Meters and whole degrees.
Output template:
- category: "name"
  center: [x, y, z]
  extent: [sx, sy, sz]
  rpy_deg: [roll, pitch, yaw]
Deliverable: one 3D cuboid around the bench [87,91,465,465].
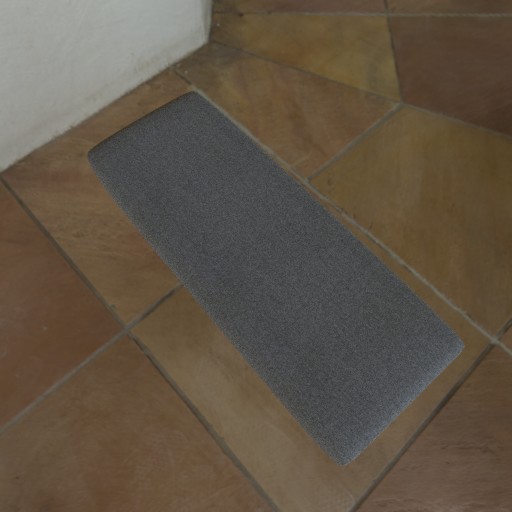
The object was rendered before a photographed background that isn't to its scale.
- category: "bench"
  center: [0.000, 0.000, 1.862]
  extent: [0.631, 0.384, 1.598]
  rpy_deg: [-37, 69, -17]
